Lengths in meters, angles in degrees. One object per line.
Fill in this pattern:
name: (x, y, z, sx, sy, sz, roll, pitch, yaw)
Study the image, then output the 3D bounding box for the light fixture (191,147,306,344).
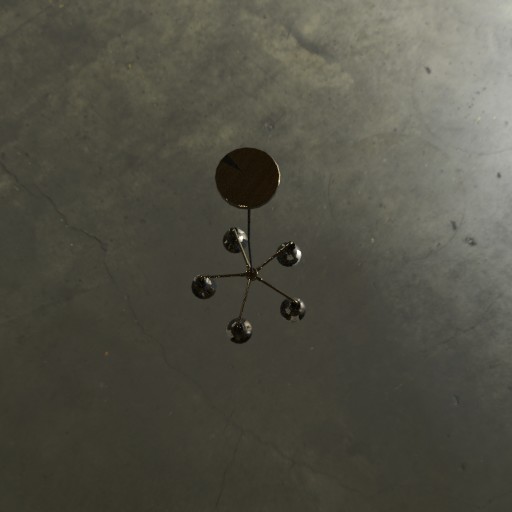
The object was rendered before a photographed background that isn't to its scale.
light fixture: (0.000, 0.000, 1.226, 0.421, 0.988, 0.438, 32, 78, 8)
